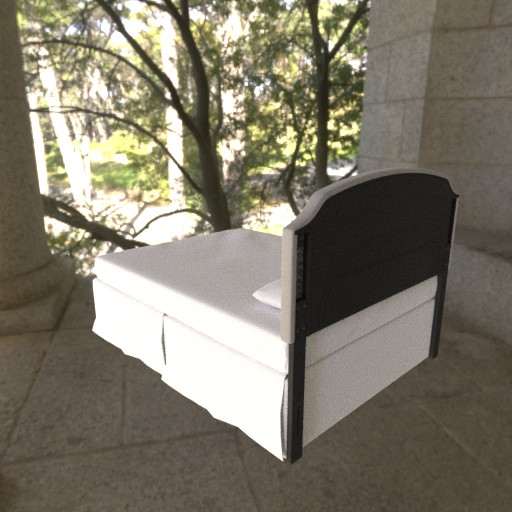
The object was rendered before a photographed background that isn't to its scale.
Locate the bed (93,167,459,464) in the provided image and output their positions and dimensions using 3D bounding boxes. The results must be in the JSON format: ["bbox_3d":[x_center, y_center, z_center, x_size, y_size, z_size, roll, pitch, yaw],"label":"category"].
[{"bbox_3d":[0.000,0.000,2.995,1.558,1.270,1.999,-14,21,-42],"label":"bed"}]
